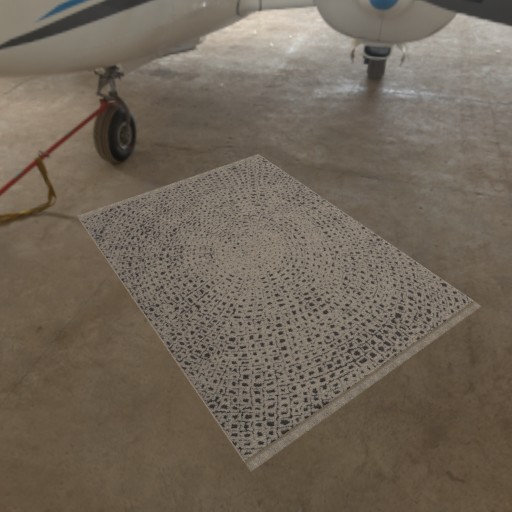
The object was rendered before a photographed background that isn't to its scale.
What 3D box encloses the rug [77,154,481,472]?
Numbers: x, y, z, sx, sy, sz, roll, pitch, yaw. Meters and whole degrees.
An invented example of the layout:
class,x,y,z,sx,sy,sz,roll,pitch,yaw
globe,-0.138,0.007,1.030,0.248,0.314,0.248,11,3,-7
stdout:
class,x,y,z,sx,sy,sz,roll,pitch,yaw
rug,0.000,0.000,2.124,1.190,0.003,1.634,-25,47,-26
